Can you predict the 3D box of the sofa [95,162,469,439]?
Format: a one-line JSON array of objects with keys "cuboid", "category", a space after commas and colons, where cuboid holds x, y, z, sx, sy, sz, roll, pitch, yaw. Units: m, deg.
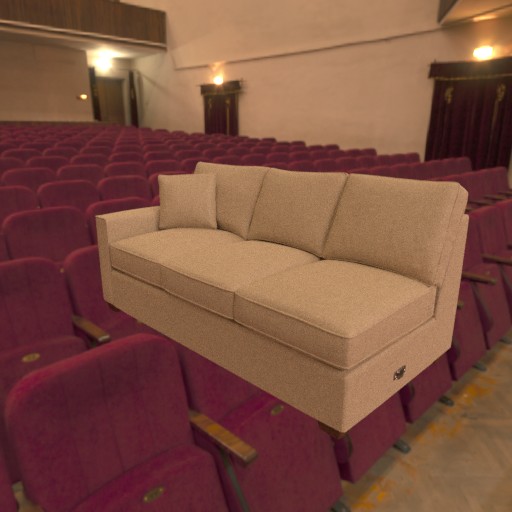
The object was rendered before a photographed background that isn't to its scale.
[{"cuboid": [0.000, 0.000, 2.543, 1.034, 0.946, 1.962, -15, 22, -43], "category": "sofa"}]
